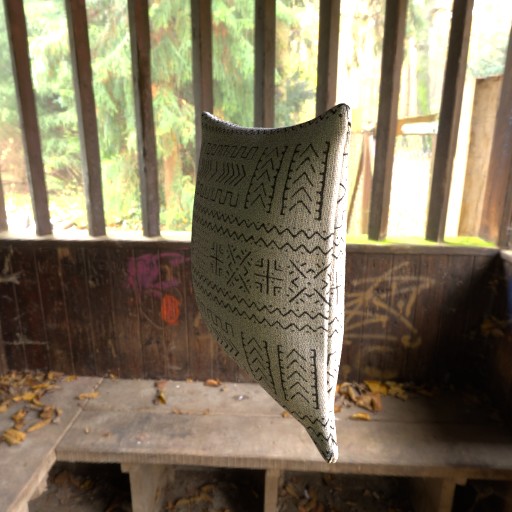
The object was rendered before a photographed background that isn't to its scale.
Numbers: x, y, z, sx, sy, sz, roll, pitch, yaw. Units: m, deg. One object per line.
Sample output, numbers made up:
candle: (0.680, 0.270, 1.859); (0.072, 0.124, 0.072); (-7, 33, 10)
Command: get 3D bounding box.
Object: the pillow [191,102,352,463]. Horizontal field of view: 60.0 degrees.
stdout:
pillow: (0.000, 0.000, 0.673); (0.164, 0.430, 0.438); (-8, 18, -24)
